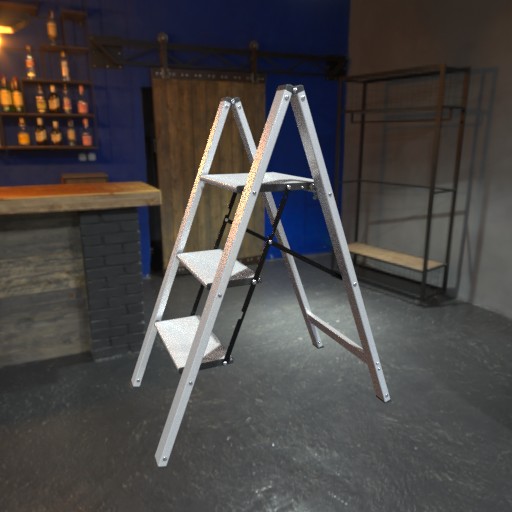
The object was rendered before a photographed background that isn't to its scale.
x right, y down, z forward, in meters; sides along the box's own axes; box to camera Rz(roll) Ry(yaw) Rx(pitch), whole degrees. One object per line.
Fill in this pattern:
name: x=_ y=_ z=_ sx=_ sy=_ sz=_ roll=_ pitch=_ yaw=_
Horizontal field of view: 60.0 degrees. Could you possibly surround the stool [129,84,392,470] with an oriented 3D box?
stool: x=0.000 y=0.000 z=1.299 sx=0.730 sy=0.902 sz=0.441 roll=-7 pitch=17 yaw=-23
